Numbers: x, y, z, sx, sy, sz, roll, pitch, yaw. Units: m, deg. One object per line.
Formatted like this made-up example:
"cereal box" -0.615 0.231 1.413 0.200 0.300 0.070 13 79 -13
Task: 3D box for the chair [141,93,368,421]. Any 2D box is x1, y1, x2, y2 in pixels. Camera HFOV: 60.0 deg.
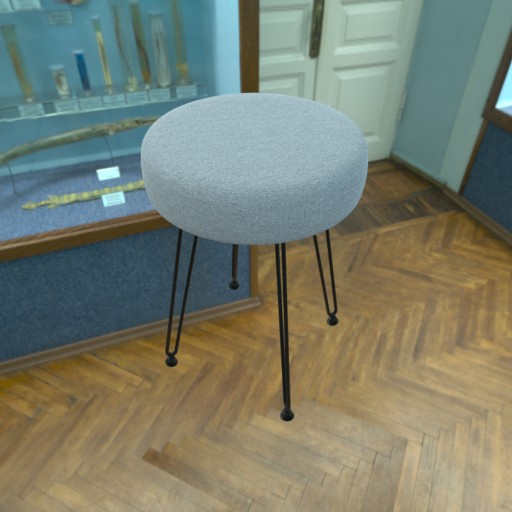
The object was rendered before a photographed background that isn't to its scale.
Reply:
"chair" 0.000 0.000 0.715 0.350 0.440 0.350 -12 42 -14
